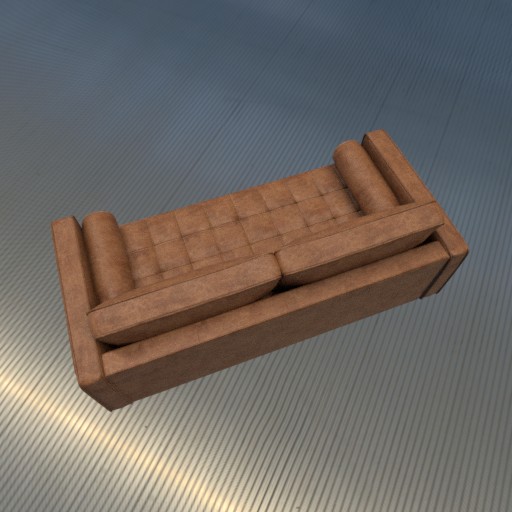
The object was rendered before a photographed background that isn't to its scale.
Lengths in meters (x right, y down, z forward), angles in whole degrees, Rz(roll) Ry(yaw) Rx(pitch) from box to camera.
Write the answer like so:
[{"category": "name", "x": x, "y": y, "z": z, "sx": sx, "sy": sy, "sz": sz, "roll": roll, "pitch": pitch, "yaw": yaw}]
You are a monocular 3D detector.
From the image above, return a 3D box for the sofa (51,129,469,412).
[{"category": "sofa", "x": 0.000, "y": 0.000, "z": 2.368, "sx": 1.920, "sy": 0.825, "sz": 0.924, "roll": -18, "pitch": 61, "yaw": -10}]
